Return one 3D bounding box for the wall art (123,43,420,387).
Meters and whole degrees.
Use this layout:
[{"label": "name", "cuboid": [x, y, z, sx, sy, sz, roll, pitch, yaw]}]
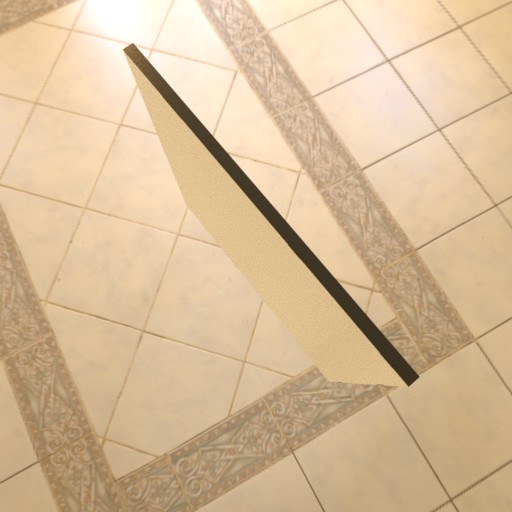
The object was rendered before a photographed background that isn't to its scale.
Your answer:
[{"label": "wall art", "cuboid": [0.000, 0.000, 0.647, 0.014, 0.445, 0.446, -37, 78, -9]}]
